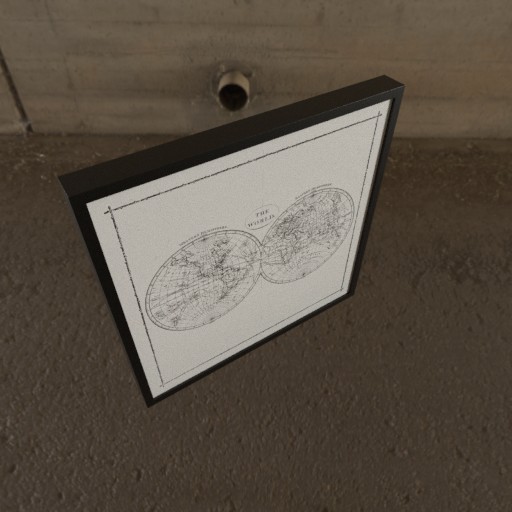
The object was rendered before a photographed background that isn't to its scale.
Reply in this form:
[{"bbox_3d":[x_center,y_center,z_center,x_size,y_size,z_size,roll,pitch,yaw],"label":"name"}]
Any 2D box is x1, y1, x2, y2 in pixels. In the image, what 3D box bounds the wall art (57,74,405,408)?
[{"bbox_3d":[0.000,0.000,0.490,0.327,0.318,0.029,-24,50,-22],"label":"wall art"}]
